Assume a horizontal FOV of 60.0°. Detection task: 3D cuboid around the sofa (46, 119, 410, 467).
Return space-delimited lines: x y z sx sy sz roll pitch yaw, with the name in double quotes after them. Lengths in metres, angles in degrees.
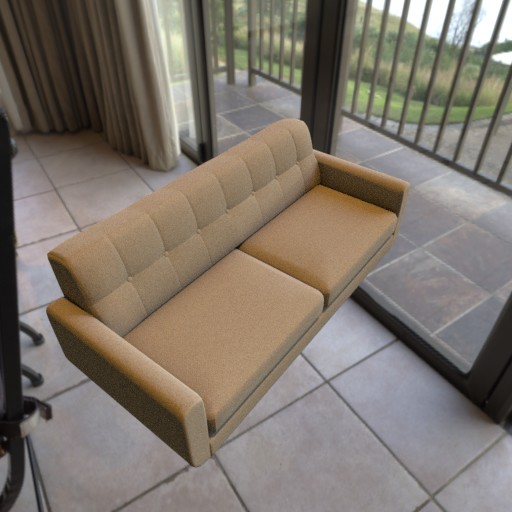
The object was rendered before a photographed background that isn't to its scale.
0.000 0.000 2.618 0.980 0.892 2.137 27 47 28 "sofa"
